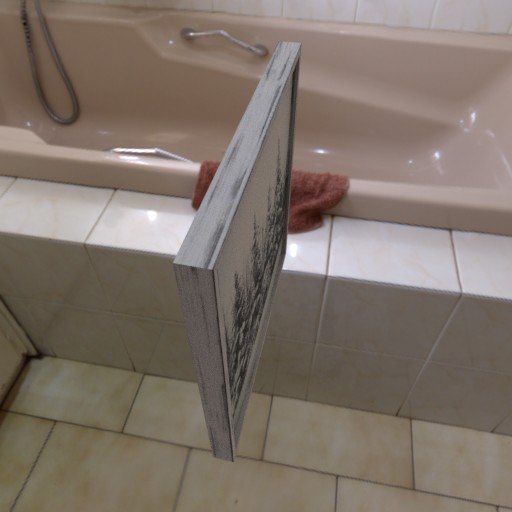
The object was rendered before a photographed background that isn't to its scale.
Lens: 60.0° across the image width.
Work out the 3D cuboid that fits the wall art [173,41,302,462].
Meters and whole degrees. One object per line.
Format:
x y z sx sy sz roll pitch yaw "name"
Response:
0.000 0.000 0.749 0.038 0.506 0.506 10 48 9 "wall art"
